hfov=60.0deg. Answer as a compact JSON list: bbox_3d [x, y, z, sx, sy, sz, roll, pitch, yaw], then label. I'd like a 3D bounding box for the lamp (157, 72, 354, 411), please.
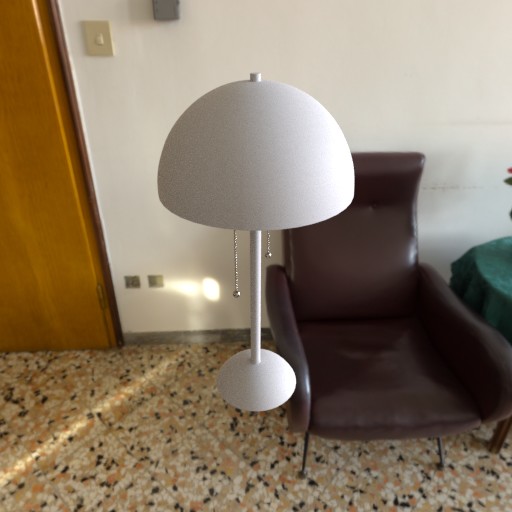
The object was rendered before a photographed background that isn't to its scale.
[{"bbox_3d":[0.000,0.000,0.429,0.171,0.330,0.171,0,30,0],"label":"lamp"}]
